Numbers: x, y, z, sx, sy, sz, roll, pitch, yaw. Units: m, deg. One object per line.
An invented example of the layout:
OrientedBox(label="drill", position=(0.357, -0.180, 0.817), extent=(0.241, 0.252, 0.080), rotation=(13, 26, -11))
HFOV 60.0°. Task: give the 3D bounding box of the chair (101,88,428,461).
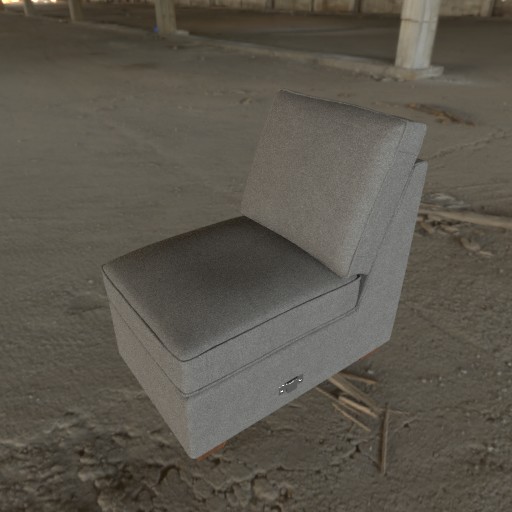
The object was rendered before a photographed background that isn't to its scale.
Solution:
OrientedBox(label="chair", position=(0.000, 0.000, 1.547), extent=(0.938, 0.970, 0.621), rotation=(-21, 37, -31))
